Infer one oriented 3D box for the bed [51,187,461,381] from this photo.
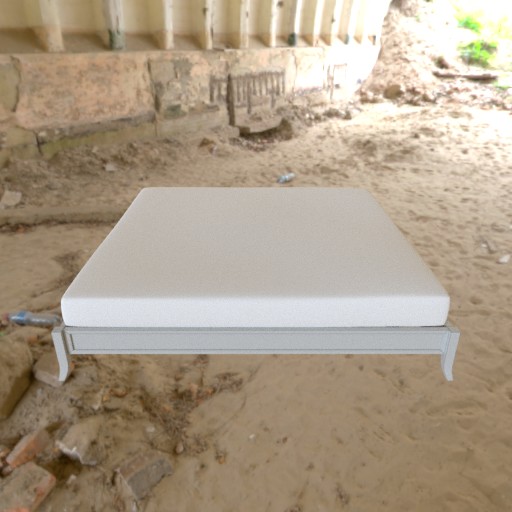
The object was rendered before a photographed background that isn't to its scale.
[{"bbox_3d":[0.000,0.000,3.158,2.108,0.510,2.007,0,26,0],"label":"bed"}]
